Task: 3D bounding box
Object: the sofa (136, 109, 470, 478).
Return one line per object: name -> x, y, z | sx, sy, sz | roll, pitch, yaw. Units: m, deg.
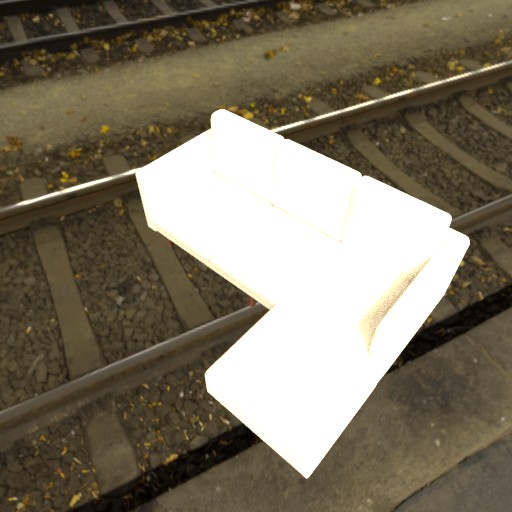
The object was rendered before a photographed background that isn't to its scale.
sofa -> 0.000, 0.000, 2.833 | 2.029, 0.899, 1.580 | 33, 55, 26
